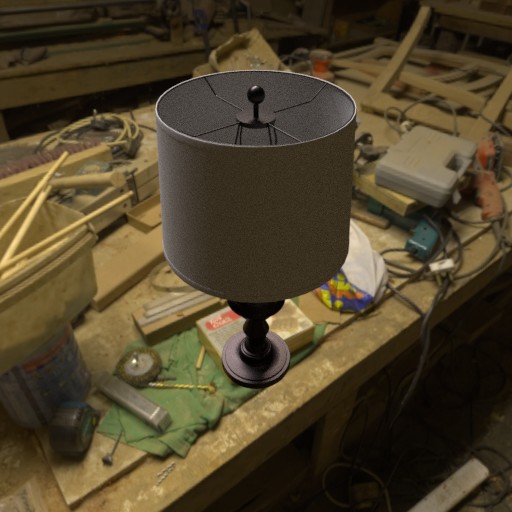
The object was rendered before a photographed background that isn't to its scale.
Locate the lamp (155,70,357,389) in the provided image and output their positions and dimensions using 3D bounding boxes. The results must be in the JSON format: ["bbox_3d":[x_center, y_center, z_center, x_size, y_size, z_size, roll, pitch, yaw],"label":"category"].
[{"bbox_3d":[0.000,0.000,0.958,0.383,0.726,0.383,0,40,0],"label":"lamp"}]
